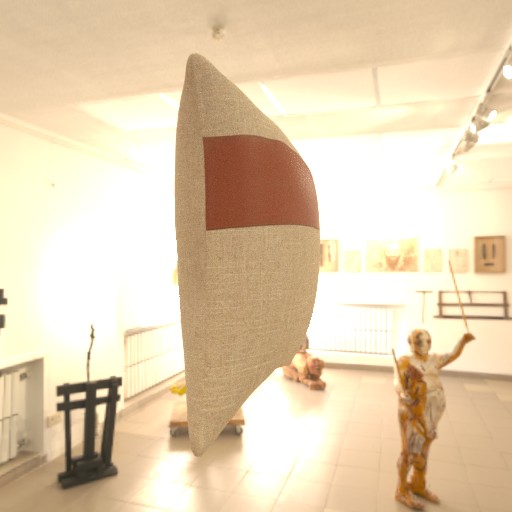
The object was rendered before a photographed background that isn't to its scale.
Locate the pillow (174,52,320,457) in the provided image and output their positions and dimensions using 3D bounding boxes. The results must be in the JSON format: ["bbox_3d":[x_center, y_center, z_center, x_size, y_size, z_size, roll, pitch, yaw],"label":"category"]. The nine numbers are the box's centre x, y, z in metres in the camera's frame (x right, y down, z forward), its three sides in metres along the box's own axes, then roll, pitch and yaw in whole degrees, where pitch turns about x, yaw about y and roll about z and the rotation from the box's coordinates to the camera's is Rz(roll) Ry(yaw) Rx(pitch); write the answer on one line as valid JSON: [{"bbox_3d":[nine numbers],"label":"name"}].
[{"bbox_3d":[0.000,0.000,0.628,0.173,0.399,0.414,0,0,17],"label":"pillow"}]
